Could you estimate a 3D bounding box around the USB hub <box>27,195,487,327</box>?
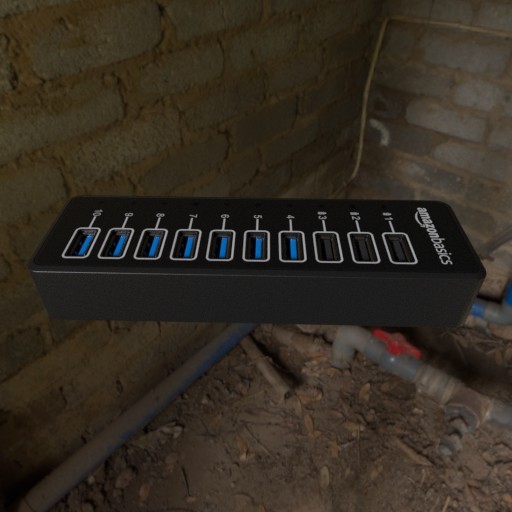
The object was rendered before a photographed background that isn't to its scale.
[{"bbox_3d":[0.000,0.000,0.160,0.145,0.023,0.044,1,40,1],"label":"USB hub"}]
